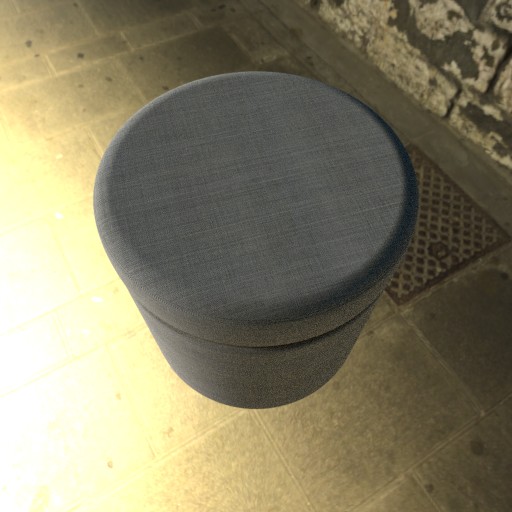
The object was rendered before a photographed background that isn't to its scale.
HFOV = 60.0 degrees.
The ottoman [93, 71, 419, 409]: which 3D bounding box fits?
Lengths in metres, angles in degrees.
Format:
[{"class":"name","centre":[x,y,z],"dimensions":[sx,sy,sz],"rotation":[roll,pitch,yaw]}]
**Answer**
[{"class":"ottoman","centre":[0.000,0.000,0.709],"dimensions":[0.400,0.406,0.400],"rotation":[0,59,0]}]
